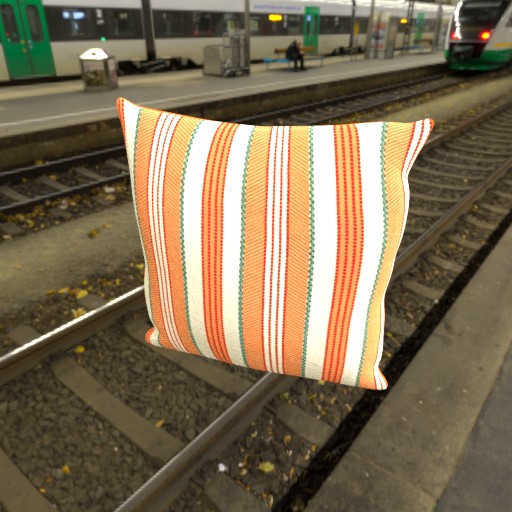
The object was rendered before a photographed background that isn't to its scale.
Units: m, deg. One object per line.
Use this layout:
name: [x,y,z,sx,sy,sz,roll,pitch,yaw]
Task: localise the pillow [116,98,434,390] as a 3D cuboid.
pillow: [0.000,0.000,0.674,0.440,0.441,0.182,8,28,15]
